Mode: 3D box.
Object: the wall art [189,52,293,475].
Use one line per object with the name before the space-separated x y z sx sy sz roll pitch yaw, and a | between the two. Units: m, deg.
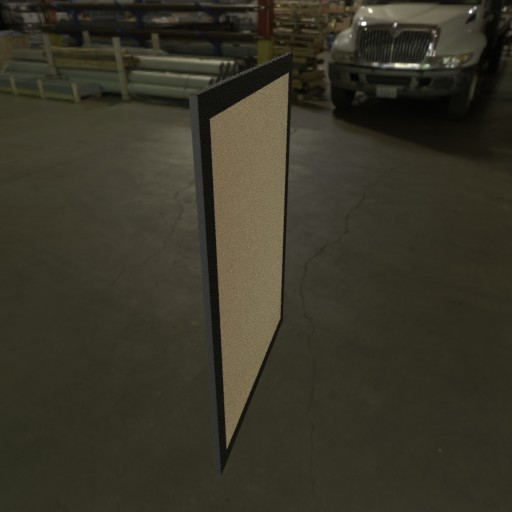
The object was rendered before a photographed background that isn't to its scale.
wall art | 0.000 0.000 0.673 0.008 0.530 0.379 9 31 14
